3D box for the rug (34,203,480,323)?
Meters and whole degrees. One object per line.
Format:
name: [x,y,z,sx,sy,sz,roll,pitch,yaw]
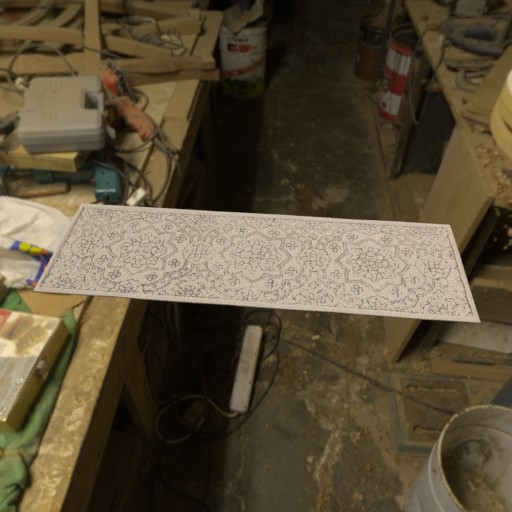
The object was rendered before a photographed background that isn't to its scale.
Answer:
rug: [0.000,0.000,2.670,2.448,0.012,0.769,4,47,3]
